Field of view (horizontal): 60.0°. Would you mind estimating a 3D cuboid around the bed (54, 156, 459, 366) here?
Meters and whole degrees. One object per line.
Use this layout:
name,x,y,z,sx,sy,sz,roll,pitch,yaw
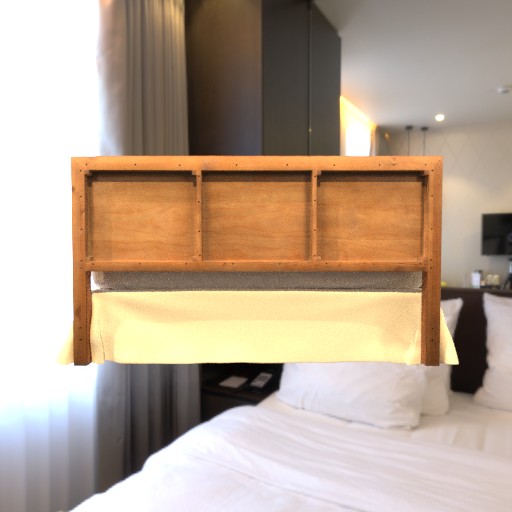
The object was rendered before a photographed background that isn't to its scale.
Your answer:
bed,0.000,0.000,3.473,2.255,1.158,2.165,0,2,0
